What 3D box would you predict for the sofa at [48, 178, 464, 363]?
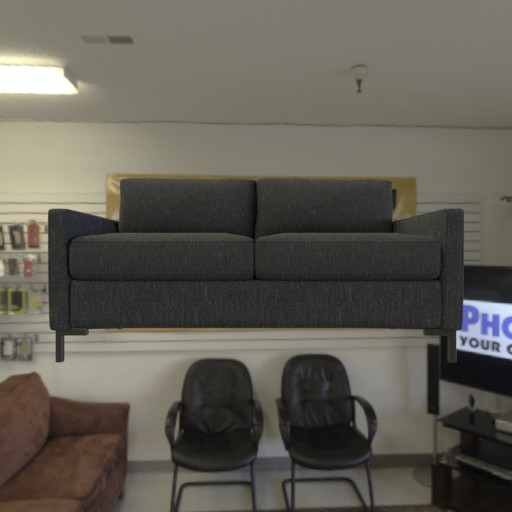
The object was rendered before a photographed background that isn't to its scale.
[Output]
[{"bbox_3d":[0.000,0.000,2.199,1.716,0.862,0.866,0,0,0],"label":"sofa"}]
